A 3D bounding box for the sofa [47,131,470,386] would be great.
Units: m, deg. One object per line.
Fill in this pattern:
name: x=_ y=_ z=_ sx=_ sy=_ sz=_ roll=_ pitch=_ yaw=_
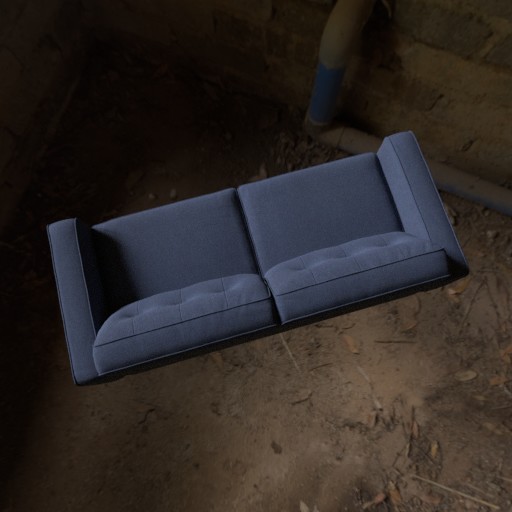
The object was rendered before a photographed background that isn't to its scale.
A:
sofa: x=0.000 y=0.000 z=2.679 sx=2.270 sy=0.782 sz=0.953 roll=-15 pitch=76 yaw=-4
